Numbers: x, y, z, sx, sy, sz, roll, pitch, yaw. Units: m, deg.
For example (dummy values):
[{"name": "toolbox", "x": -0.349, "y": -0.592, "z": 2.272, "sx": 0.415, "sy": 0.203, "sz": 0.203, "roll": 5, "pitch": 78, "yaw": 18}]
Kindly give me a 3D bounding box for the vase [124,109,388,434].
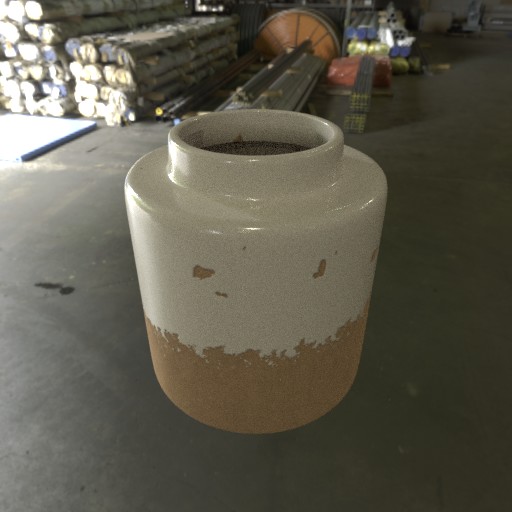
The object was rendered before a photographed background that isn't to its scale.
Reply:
[{"name": "vase", "x": 0.000, "y": 0.000, "z": 0.293, "sx": 0.153, "sy": 0.167, "sz": 0.153, "roll": 0, "pitch": 32, "yaw": 0}]
